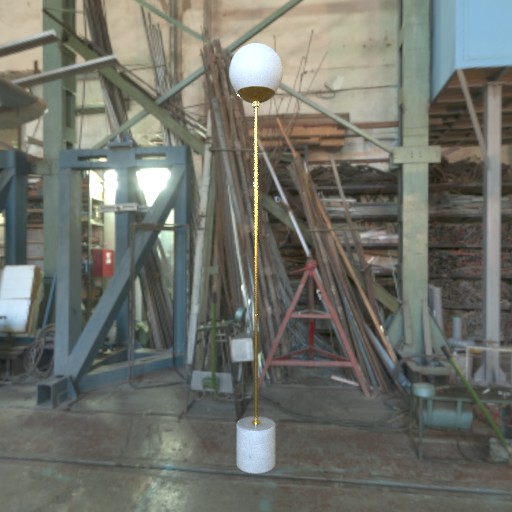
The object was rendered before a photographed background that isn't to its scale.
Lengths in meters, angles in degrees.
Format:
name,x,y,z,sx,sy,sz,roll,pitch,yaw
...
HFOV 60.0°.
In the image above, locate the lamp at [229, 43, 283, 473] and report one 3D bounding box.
name,x,y,z,sx,sy,sz,roll,pitch,yaw
lamp,0.000,0.000,1.858,0.224,1.753,0.224,0,1,-37
